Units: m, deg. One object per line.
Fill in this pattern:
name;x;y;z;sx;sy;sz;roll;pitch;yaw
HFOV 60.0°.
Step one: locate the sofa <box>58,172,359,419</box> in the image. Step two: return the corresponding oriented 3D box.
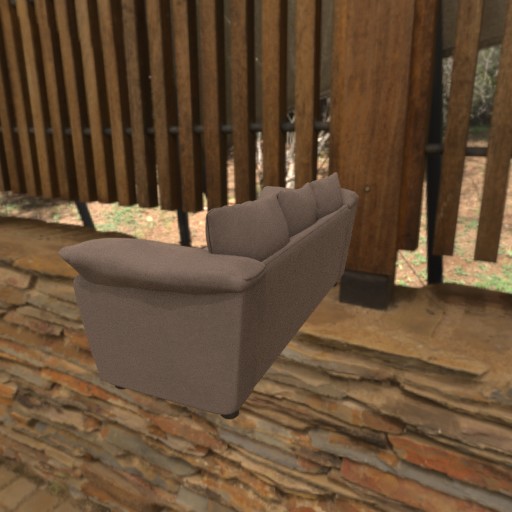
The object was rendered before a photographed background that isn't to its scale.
sofa;0.000;0.000;2.856;0.893;0.981;2.377;7;17;22
